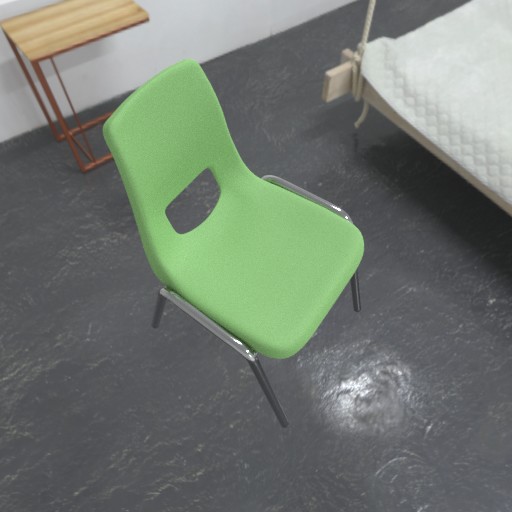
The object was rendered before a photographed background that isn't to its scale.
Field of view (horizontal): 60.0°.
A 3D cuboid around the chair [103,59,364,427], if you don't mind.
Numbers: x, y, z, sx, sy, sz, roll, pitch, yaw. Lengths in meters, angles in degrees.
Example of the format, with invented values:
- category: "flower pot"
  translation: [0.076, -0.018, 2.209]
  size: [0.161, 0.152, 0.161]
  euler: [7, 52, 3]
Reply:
- category: "chair"
  translation: [0.000, 0.000, 0.911]
  size: [0.436, 0.653, 0.381]
  euler: [31, 64, 17]
